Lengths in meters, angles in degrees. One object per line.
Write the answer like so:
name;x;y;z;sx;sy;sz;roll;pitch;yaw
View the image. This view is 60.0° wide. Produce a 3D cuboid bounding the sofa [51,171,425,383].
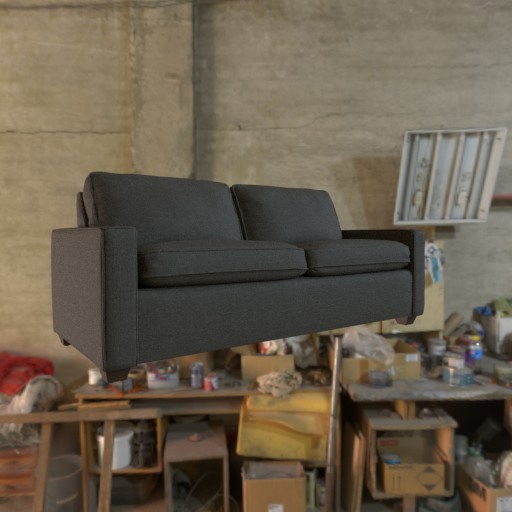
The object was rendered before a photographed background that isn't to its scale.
sofa;0.000;0.000;2.594;2.080;0.919;0.940;-2;3;-36
